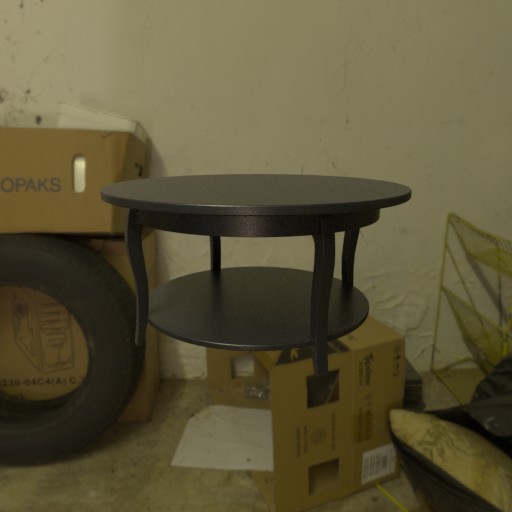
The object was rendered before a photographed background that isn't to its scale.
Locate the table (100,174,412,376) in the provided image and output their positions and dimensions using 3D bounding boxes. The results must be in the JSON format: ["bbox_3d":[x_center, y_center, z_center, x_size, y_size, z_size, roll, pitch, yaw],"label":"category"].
[{"bbox_3d":[0.000,0.000,1.431,0.914,0.457,0.914,0,15,0],"label":"table"}]
